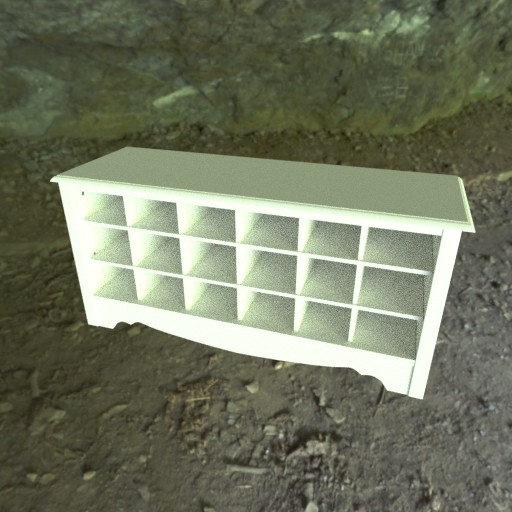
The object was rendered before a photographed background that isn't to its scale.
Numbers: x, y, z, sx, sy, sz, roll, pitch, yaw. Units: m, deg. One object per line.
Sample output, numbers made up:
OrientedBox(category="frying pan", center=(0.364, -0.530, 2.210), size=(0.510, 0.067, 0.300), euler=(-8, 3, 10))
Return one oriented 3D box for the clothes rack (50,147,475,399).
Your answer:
OrientedBox(category="clothes rack", center=(0.000, 0.000, 1.500), size=(1.218, 0.558, 0.405), euler=(9, 29, 16))
